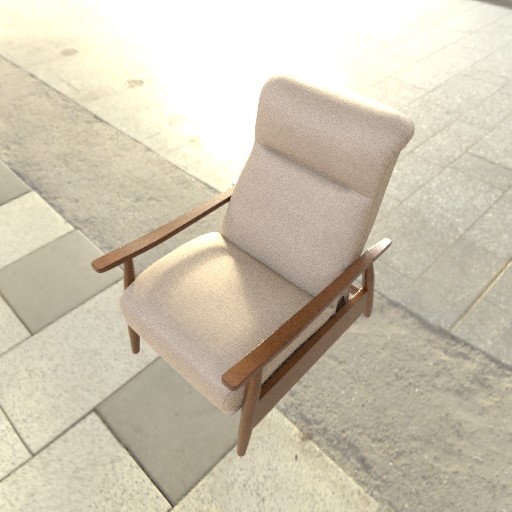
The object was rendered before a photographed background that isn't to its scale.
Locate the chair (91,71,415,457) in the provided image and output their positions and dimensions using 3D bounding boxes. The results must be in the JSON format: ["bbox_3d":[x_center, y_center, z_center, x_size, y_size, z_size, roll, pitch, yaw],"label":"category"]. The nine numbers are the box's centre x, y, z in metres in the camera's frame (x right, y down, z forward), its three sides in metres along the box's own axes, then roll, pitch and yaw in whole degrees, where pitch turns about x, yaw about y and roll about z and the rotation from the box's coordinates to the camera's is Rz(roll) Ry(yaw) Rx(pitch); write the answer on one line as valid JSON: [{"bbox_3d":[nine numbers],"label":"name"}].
[{"bbox_3d":[0.000,0.000,1.814,0.762,1.082,1.030,33,55,28],"label":"chair"}]
